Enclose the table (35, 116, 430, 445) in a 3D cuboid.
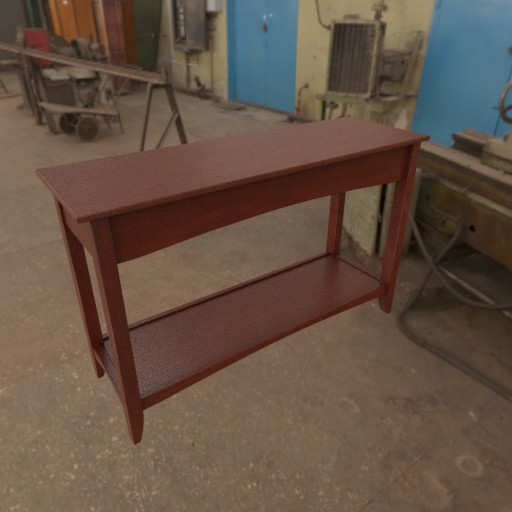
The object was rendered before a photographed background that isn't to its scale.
[{"bbox_3d":[0.000,0.000,1.535,1.188,0.739,0.392,-19,34,-30],"label":"table"}]
